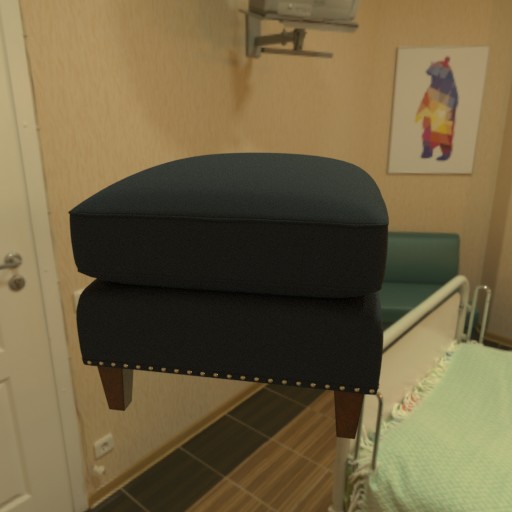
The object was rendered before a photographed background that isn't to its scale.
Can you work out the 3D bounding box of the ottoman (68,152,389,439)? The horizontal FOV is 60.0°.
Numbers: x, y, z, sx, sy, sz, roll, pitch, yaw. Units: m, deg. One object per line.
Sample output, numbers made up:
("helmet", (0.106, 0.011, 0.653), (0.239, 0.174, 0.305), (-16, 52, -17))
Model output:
("ottoman", (0.000, 0.000, 1.141), (0.584, 0.513, 0.741), (3, 17, 10))
